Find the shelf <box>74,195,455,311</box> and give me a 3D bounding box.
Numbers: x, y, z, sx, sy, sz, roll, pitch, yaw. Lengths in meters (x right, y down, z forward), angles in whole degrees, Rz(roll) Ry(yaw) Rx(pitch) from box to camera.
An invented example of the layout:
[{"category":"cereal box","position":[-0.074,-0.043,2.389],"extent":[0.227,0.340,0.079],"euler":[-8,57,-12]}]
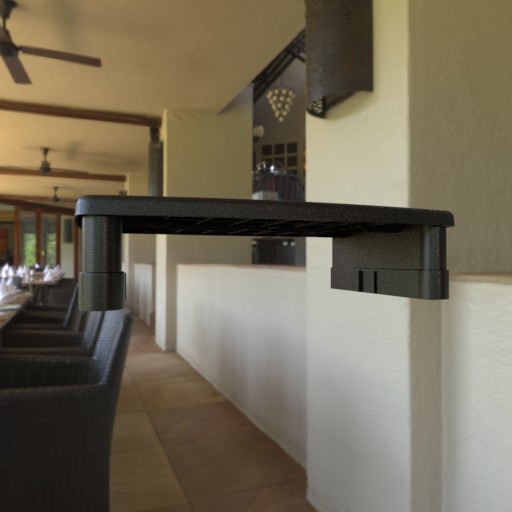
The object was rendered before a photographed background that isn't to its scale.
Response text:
[{"category":"shelf","position":[0.000,0.000,0.544],"extent":[0.410,0.100,0.280],"euler":[0,-1,-19]}]
